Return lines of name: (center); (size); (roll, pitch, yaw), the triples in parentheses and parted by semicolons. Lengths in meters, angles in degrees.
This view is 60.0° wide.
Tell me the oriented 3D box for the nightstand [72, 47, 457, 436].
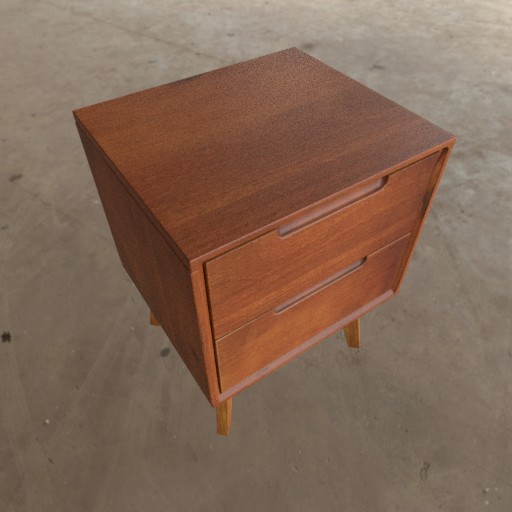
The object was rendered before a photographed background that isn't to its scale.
nightstand: (0.000, 0.000, 0.925); (0.460, 0.618, 0.411); (-26, 52, -23)
